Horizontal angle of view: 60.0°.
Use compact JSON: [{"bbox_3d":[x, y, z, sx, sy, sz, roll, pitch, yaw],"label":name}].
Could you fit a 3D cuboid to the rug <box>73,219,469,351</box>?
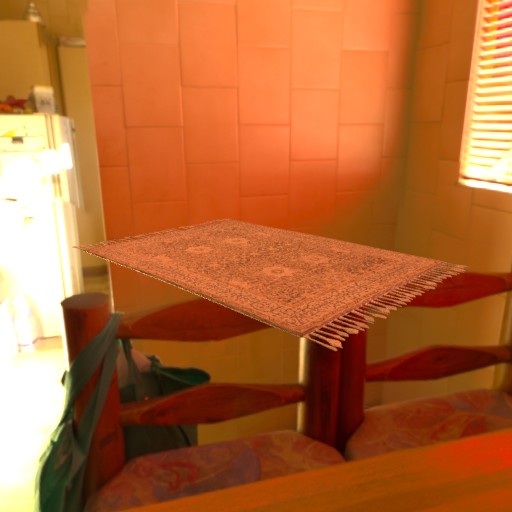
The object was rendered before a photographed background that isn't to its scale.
[{"bbox_3d":[0.000,0.000,3.206,2.465,0.023,1.619,15,22,42],"label":"rug"}]
